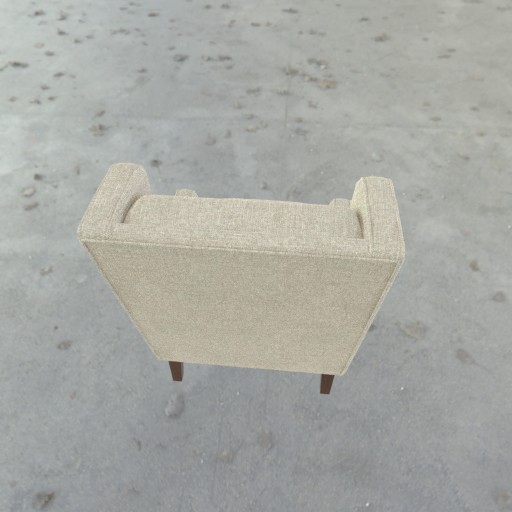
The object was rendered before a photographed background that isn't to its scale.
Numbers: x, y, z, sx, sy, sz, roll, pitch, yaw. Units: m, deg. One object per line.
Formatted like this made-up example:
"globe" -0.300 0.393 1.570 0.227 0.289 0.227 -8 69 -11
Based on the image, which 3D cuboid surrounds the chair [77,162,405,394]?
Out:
"chair" 0.000 0.000 1.701 0.764 1.082 0.948 4 47 4
